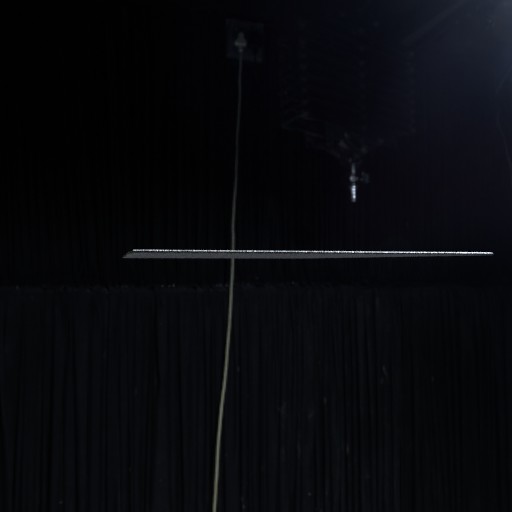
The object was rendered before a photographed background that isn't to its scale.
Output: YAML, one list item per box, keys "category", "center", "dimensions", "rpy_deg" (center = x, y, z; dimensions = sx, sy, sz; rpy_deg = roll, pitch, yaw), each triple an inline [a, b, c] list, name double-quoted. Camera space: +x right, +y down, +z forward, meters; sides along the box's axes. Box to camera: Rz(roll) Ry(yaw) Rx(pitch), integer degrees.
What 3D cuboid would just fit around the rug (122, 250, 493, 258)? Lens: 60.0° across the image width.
- category: "rug"
  center: [0.000, 0.000, 2.947]
  dimensions: [1.676, 0.013, 2.261]
  rpy_deg: [0, -1, -17]
